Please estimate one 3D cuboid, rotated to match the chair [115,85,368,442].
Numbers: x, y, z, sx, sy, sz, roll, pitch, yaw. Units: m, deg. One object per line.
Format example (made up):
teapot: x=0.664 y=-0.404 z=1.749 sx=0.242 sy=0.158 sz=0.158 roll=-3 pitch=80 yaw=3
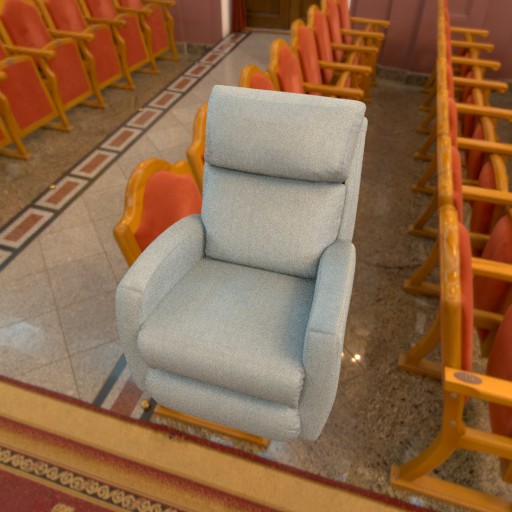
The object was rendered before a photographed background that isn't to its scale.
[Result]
chair: x=0.000 y=0.000 z=1.706 sx=0.794 sy=1.016 sz=0.940 roll=12 pitch=41 yaw=13
